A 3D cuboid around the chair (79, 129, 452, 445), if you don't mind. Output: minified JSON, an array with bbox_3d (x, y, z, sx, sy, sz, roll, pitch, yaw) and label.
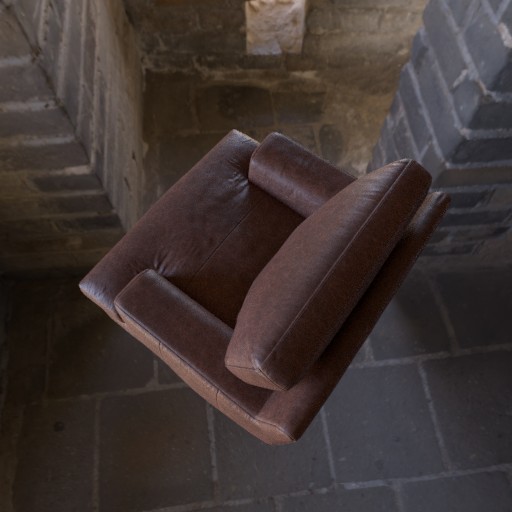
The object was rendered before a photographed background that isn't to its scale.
[{"bbox_3d":[0.000,0.000,1.946,1.143,0.939,1.168,33,68,16],"label":"chair"}]
